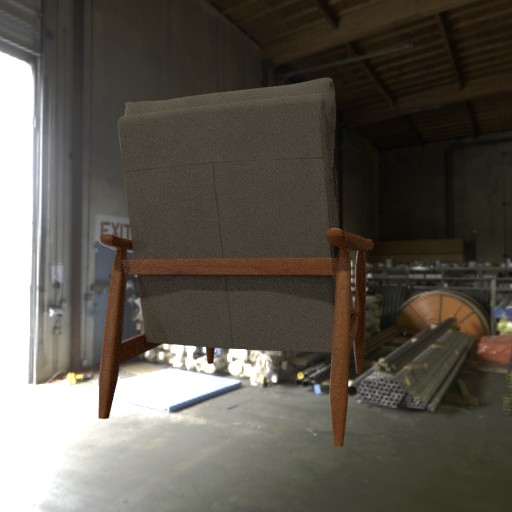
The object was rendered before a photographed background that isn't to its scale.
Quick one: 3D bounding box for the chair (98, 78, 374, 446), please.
[{"bbox_3d":[0.000,0.000,1.522,0.782,0.922,0.816,0,-2,17],"label":"chair"}]
